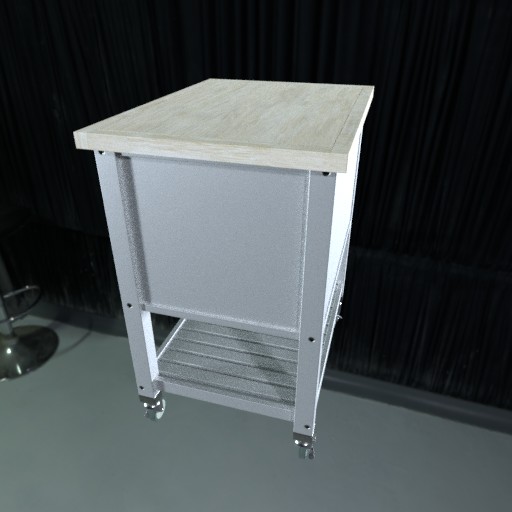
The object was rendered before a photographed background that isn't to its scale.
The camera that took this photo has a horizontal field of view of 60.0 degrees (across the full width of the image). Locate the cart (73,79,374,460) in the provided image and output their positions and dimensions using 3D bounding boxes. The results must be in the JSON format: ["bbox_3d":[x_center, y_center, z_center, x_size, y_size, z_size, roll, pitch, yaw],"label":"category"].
[{"bbox_3d":[0.000,0.000,1.385,0.559,0.914,0.762,8,31,14],"label":"cart"}]
